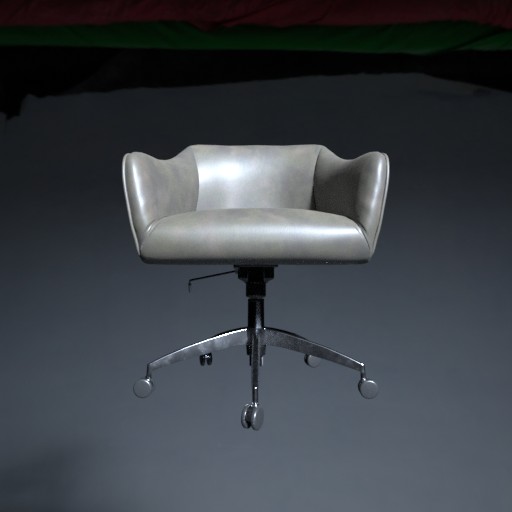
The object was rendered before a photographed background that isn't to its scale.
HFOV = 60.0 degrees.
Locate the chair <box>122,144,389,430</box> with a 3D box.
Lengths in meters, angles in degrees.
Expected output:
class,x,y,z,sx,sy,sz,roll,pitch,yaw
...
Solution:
class,x,y,z,sx,sy,sz,roll,pitch,yaw
chair,0.000,0.000,1.369,0.713,0.827,0.689,0,0,0
